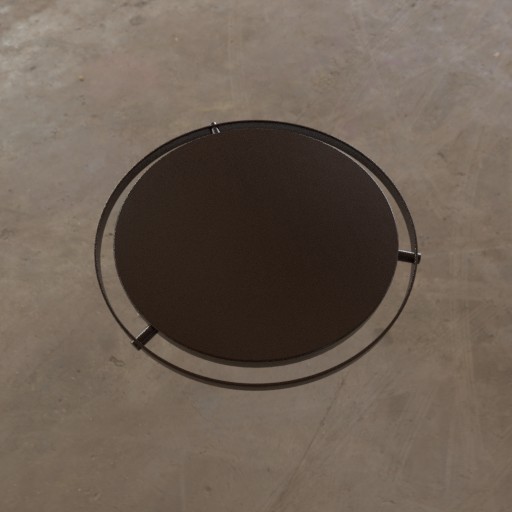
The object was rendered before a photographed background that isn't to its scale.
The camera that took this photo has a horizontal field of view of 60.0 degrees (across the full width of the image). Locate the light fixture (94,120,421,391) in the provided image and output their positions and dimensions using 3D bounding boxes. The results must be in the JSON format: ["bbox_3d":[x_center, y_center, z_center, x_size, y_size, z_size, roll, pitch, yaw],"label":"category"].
[{"bbox_3d":[0.000,0.000,0.553,0.361,0.130,0.361,0,57,0],"label":"light fixture"}]
